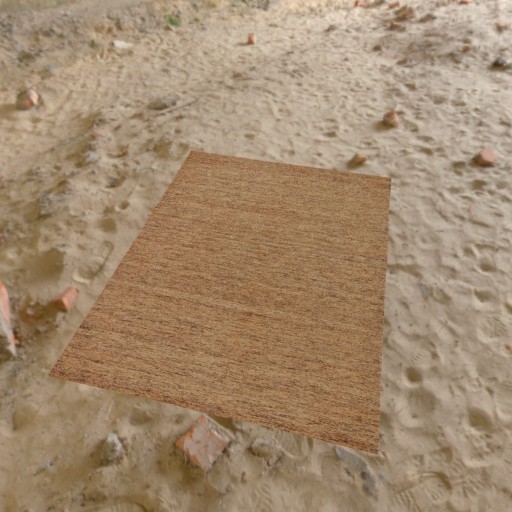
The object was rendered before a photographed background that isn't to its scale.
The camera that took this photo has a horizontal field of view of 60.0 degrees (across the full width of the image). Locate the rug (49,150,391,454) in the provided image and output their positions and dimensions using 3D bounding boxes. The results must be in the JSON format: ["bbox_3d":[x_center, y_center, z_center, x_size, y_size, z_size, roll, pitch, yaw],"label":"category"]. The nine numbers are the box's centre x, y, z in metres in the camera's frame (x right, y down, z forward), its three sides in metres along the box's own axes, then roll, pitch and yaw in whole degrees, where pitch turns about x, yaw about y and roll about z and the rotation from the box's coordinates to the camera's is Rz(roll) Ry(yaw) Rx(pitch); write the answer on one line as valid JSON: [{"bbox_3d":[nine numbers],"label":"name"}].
[{"bbox_3d":[0.000,0.000,4.224,2.438,0.012,3.200,10,46,10],"label":"rug"}]
